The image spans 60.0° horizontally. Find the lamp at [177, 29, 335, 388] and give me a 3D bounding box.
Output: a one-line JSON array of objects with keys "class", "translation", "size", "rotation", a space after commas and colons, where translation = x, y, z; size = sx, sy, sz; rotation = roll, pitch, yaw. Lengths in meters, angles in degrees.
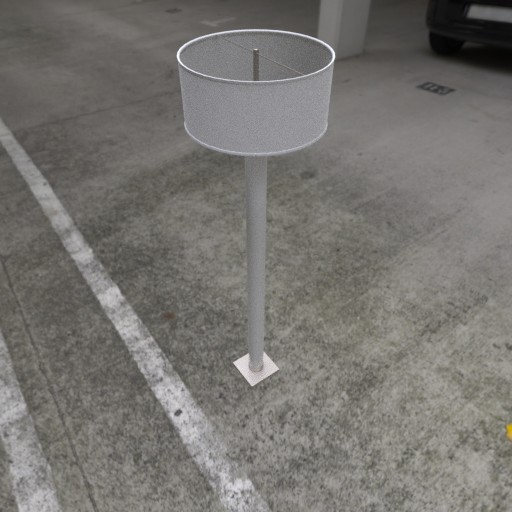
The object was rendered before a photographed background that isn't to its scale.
[{"class": "lamp", "translation": [0.000, 0.000, 1.666], "size": [0.420, 1.475, 0.420], "rotation": [-25, 48, -26]}]
